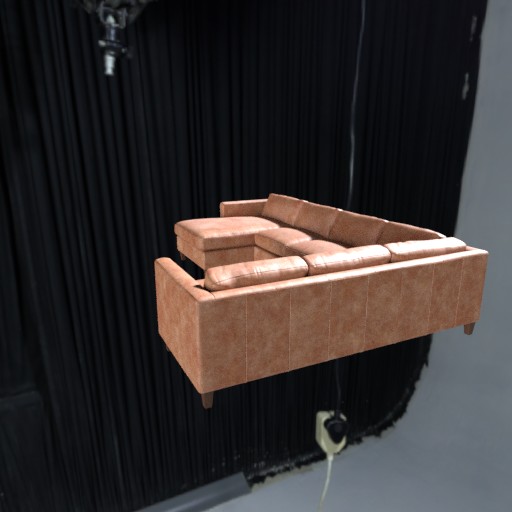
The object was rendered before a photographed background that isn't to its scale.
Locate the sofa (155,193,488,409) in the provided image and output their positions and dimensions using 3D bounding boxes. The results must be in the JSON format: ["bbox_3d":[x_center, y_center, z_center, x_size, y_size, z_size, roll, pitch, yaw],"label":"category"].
[{"bbox_3d":[0.000,0.000,4.511,2.430,0.832,3.401,-7,17,-25],"label":"sofa"}]
